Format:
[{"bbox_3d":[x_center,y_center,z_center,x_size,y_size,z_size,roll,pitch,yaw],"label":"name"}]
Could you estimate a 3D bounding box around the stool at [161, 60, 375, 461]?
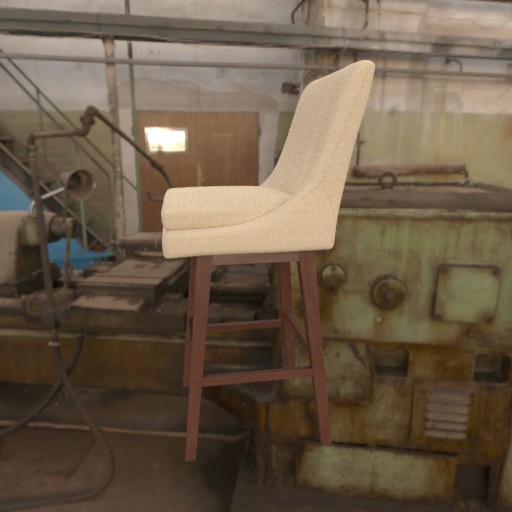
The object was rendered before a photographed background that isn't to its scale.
[{"bbox_3d":[0.000,0.000,1.390,0.559,1.093,0.483,-2,14,-10],"label":"stool"}]
